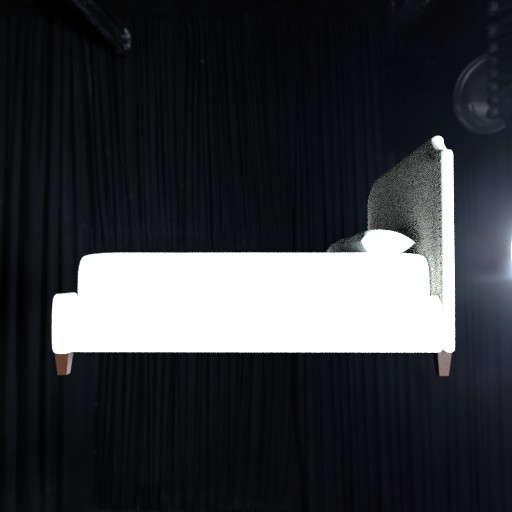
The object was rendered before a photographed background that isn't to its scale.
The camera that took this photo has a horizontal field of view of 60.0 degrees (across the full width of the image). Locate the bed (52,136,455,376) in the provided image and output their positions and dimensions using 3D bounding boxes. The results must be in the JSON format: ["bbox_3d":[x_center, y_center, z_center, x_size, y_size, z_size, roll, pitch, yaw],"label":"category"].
[{"bbox_3d":[0.000,0.000,3.413,2.365,1.443,1.712,0,-2,1],"label":"bed"}]
